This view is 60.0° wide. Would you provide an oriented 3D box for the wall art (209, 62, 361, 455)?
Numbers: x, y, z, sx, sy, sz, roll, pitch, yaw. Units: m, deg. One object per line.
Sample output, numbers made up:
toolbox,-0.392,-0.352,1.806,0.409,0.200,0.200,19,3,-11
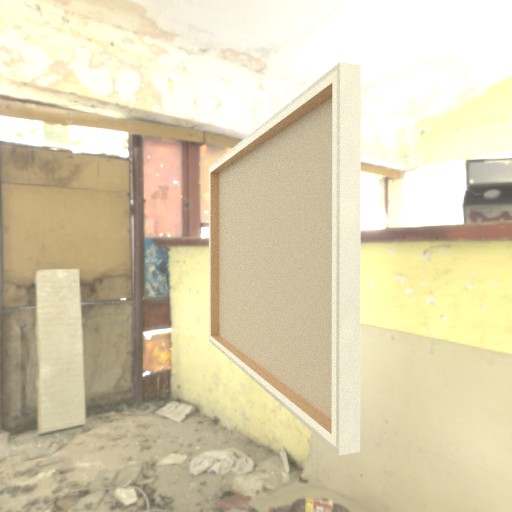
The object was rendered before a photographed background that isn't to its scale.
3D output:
wall art,0.000,0.000,1.126,0.038,0.610,0.915,0,1,-19
